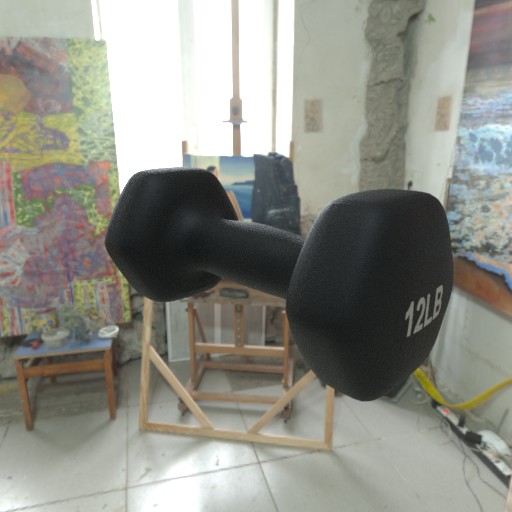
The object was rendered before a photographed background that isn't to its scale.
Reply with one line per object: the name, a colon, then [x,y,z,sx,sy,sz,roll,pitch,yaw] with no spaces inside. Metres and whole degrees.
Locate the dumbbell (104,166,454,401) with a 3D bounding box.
dumbbell: [0.000,0.000,0.288,0.112,0.101,0.231,-16,23,-42]
